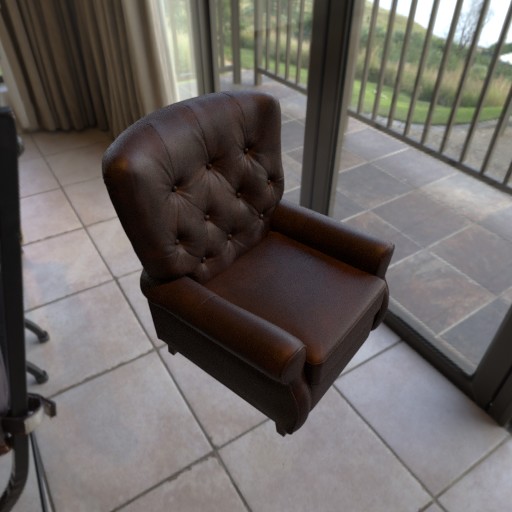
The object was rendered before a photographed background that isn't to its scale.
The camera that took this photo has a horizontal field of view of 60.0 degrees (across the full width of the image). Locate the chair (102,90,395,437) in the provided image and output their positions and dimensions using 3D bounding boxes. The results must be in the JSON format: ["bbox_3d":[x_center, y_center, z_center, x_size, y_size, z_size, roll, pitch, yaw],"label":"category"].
[{"bbox_3d":[0.000,0.000,1.968,1.058,1.158,0.948,27,48,28],"label":"chair"}]
